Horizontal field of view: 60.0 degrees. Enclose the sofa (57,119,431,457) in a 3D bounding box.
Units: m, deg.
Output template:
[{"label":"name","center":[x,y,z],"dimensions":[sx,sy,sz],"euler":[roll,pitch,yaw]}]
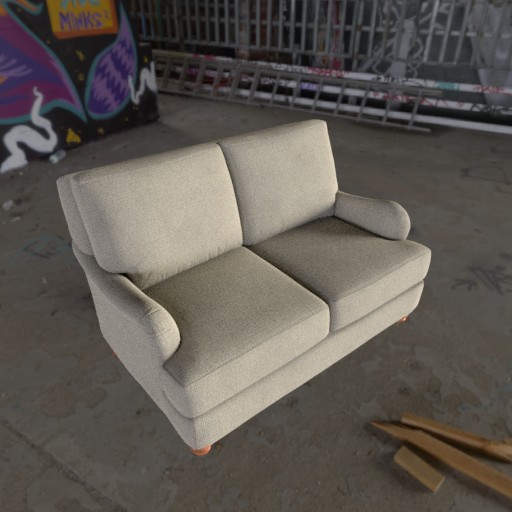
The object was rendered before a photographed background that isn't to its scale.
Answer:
[{"label":"sofa","center":[0.000,0.000,2.172],"dimensions":[1.480,0.999,1.087],"euler":[-23,39,-32]}]
